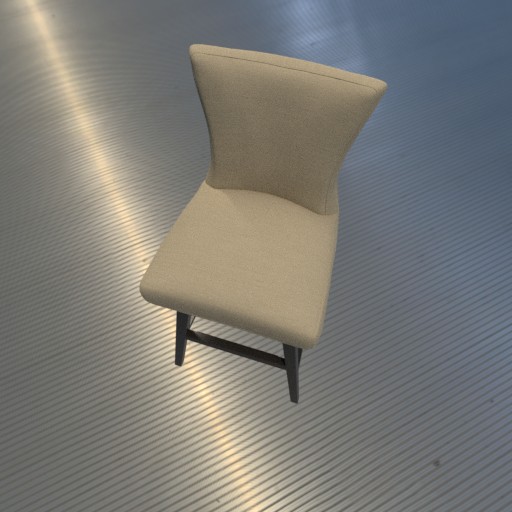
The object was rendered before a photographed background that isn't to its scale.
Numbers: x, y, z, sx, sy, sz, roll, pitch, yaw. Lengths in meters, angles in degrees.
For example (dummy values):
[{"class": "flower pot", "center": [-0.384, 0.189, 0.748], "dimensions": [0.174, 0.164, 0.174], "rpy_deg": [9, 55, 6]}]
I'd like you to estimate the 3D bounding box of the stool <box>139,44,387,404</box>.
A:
[{"class": "stool", "center": [0.000, 0.000, 1.428], "dimensions": [0.514, 1.086, 0.574], "rpy_deg": [15, 60, 9]}]
